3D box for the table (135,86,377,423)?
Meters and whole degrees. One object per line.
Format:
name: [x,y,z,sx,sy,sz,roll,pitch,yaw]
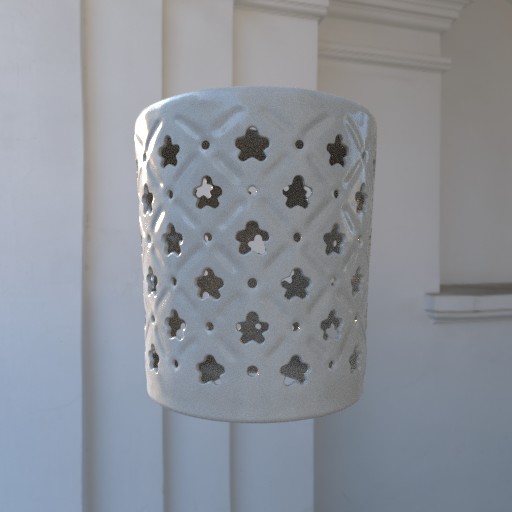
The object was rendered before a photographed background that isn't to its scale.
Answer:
table: [0.000,0.000,0.662,0.352,0.387,0.352,0,0,0]
